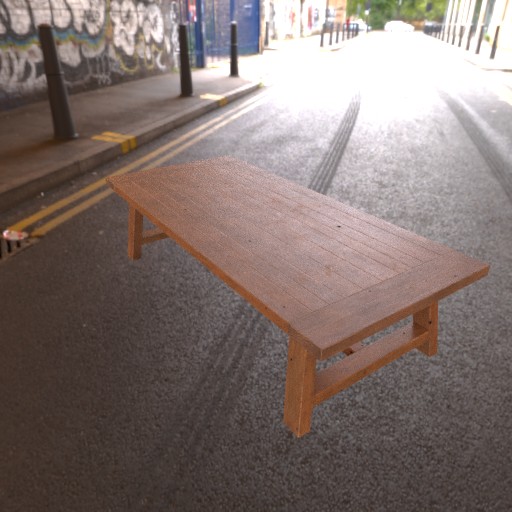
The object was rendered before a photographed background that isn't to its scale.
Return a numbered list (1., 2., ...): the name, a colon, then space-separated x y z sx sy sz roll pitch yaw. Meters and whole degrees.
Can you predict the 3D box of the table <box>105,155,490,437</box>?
1. table: 0.000 0.000 2.160 0.820 0.465 1.800 -18 33 -30
